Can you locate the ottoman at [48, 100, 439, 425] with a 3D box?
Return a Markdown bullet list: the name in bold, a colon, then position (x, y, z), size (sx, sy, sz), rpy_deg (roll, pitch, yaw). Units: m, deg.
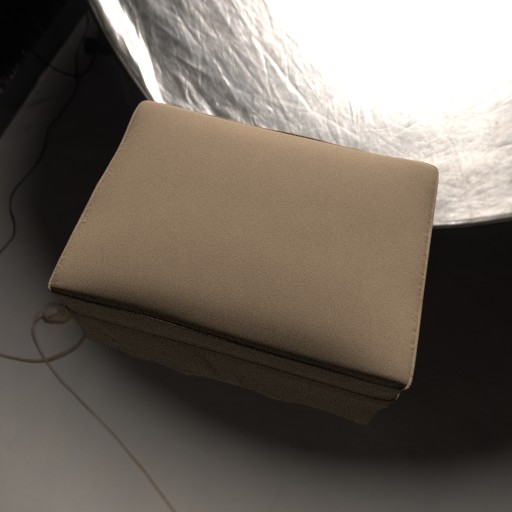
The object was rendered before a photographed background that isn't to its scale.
- **ottoman**: position (0.000, 0.000, 1.330), size (0.959, 0.482, 0.721), rpy_deg (14, 66, 7)
